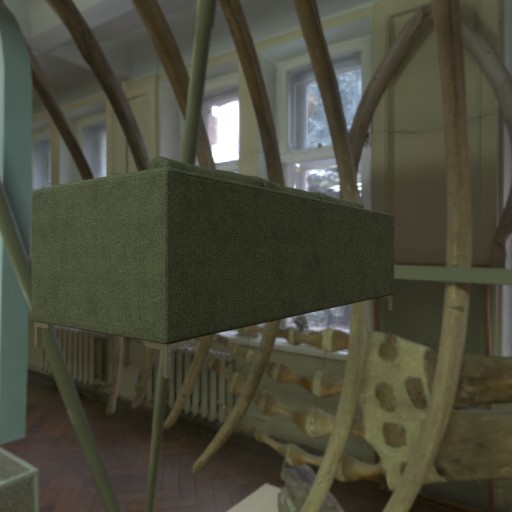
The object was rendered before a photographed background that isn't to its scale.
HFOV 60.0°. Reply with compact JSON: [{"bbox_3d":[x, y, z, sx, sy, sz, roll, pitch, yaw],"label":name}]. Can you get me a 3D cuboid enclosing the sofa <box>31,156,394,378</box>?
[{"bbox_3d":[0.000,0.000,2.829,0.969,0.867,2.415,0,0,36],"label":"sofa"}]
